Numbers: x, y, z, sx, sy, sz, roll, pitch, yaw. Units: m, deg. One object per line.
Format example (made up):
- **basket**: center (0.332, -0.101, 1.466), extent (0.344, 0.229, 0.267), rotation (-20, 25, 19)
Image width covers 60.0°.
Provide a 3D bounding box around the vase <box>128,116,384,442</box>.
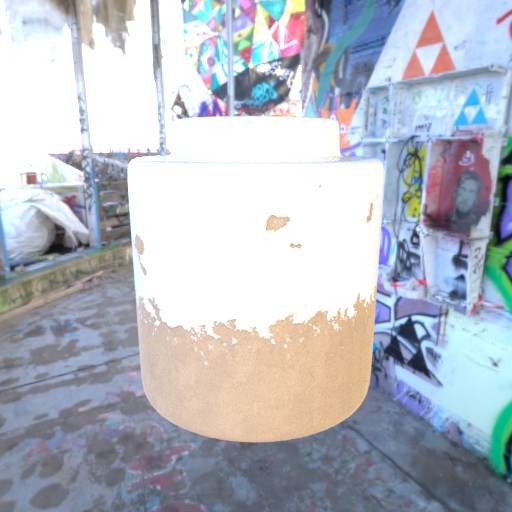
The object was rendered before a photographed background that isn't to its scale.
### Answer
- **vase**: center (0.000, 0.000, 0.286), extent (0.153, 0.167, 0.153), rotation (0, 14, 0)
